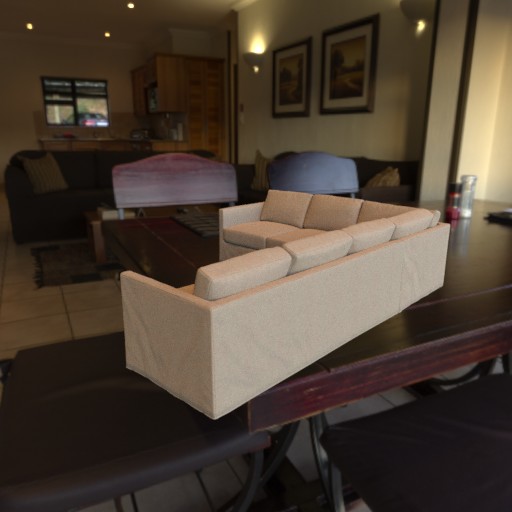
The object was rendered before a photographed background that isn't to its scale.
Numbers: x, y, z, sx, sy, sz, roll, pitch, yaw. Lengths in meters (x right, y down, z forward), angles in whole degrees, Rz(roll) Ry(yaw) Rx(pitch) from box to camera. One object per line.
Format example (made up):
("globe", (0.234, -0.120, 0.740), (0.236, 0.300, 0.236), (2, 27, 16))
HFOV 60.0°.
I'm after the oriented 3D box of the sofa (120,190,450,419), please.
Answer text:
("sofa", (0.000, 0.000, 4.244), (2.432, 0.871, 3.182), (14, 21, 42))
